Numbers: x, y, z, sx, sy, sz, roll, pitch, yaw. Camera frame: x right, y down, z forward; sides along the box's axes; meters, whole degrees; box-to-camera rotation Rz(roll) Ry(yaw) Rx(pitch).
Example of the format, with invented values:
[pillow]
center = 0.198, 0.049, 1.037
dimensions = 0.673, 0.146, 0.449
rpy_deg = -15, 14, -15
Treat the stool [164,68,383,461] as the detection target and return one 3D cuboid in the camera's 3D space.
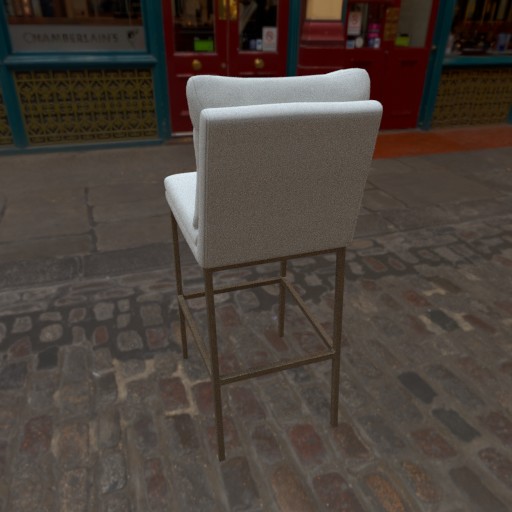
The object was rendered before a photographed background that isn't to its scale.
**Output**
[stool]
center = 0.000, 0.000, 1.417
dimensions = 0.463, 1.125, 0.572
rpy_deg = -9, 29, -17
